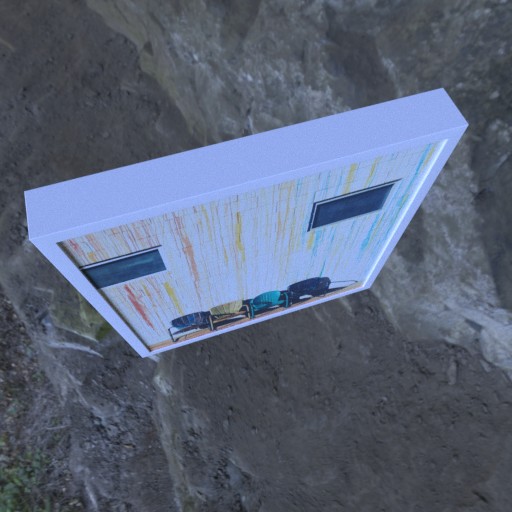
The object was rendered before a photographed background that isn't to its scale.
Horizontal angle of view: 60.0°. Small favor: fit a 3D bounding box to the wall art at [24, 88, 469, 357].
[{"bbox_3d":[0.000,0.000,0.437,0.305,0.305,0.038,-16,65,-8],"label":"wall art"}]
